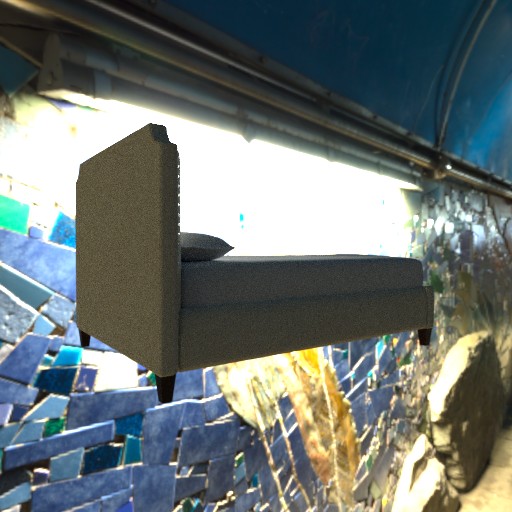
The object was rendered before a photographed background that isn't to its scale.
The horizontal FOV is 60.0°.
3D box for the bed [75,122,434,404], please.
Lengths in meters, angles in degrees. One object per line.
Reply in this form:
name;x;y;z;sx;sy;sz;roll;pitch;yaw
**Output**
bed;0.000;0.000;3.588;2.381;1.457;1.713;-1;1;-35
